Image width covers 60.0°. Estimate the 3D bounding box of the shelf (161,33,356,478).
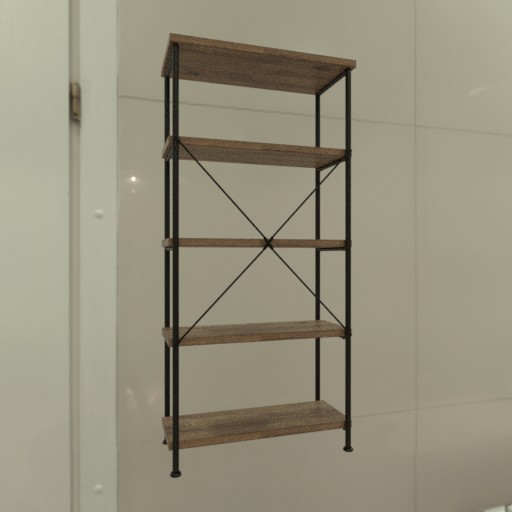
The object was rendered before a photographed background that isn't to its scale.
[{"bbox_3d":[0.000,0.000,1.979,0.800,1.700,0.360,0,0,-17],"label":"shelf"}]
